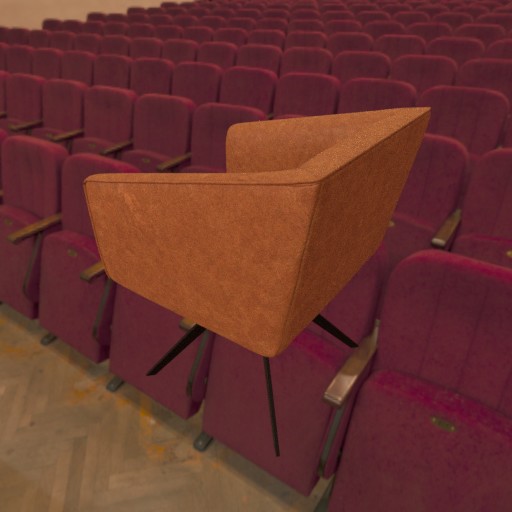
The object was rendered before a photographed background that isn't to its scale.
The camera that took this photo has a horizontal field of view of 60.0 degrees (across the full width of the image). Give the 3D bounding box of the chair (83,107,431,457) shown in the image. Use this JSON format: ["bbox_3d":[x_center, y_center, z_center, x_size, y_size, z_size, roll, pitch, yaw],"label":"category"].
[{"bbox_3d":[0.000,0.000,1.193,0.625,0.760,0.588,20,37,29],"label":"chair"}]
